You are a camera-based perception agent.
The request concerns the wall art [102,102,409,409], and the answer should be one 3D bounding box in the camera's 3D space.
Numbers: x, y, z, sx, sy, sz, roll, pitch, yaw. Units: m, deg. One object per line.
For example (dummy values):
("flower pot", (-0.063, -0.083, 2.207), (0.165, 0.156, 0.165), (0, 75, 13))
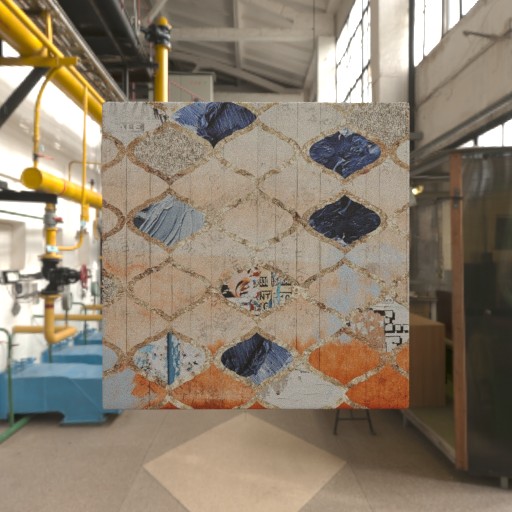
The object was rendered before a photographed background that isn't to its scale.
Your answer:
("wall art", (0.000, 0.000, 0.750), (0.507, 0.508, 0.038), (0, 0, 0))
